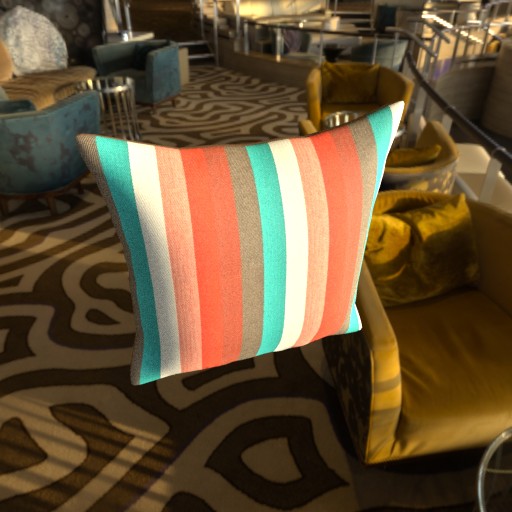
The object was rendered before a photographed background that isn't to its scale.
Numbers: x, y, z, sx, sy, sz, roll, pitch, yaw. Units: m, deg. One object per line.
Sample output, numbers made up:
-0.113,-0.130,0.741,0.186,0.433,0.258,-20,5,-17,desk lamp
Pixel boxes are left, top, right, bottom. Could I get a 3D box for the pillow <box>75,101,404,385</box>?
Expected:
0.000,0.000,0.703,0.453,0.443,0.168,-11,35,-16,pillow
